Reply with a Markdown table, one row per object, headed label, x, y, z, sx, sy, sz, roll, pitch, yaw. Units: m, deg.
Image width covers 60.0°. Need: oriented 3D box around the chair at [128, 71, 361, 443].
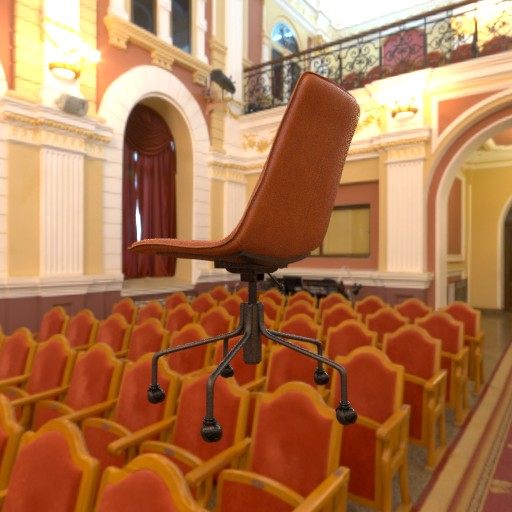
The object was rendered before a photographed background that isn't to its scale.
| label | x | y | z | sx | sy | sz | roll | pitch | yaw |
| --- | --- | --- | --- | --- | --- | --- | --- | --- | --- |
| chair | 0.000 | 0.000 | 1.381 | 0.660 | 0.920 | 0.651 | 0 | 0 | 36 |
